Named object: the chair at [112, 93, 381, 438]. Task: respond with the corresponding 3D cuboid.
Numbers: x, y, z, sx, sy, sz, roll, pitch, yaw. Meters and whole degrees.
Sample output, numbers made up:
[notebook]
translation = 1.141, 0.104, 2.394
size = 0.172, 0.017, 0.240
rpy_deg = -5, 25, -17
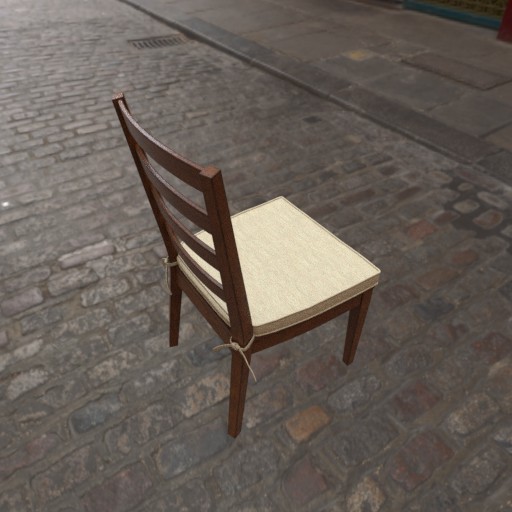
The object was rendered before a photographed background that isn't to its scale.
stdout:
[chair]
translation = 0.000, 0.000, 1.393
size = 0.595, 0.979, 0.593
rpy_deg = -24, 45, -26
